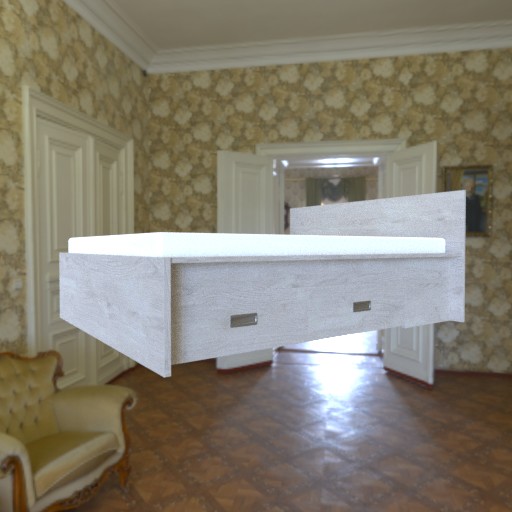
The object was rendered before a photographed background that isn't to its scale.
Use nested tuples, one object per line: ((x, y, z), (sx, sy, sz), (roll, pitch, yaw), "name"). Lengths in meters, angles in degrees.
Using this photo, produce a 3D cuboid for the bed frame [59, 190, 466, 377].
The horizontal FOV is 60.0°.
((0.000, 0.000, 2.775), (1.960, 0.800, 1.622), (-1, 2, -36), "bed frame")
